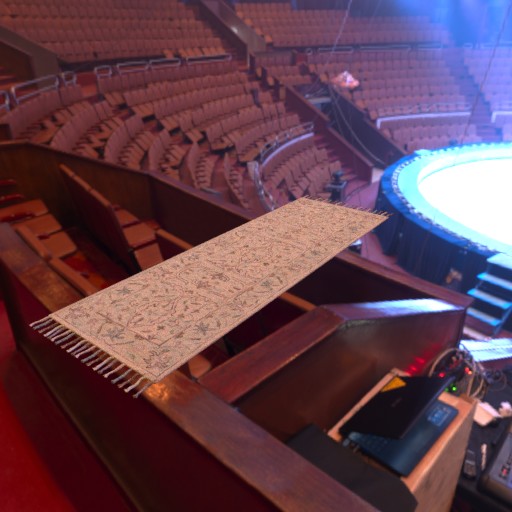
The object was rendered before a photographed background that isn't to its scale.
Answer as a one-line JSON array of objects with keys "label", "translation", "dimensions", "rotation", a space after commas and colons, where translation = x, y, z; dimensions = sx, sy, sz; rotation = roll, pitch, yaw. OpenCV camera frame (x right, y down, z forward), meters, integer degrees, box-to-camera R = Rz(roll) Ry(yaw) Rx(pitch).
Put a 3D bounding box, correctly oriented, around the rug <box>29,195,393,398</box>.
[{"label": "rug", "translation": [0.000, 0.000, 2.696], "dimensions": [0.769, 0.013, 2.440], "rotation": [18, 31, 33]}]
